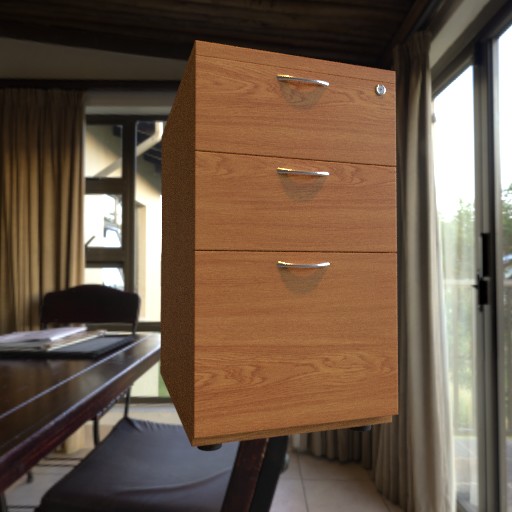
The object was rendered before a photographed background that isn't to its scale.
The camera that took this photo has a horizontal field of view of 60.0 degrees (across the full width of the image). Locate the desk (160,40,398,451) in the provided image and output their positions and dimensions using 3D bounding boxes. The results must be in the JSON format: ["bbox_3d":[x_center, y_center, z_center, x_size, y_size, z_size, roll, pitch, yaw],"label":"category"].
[{"bbox_3d":[0.000,0.000,1.094,0.404,0.730,0.600,0,-2,-18],"label":"desk"}]
